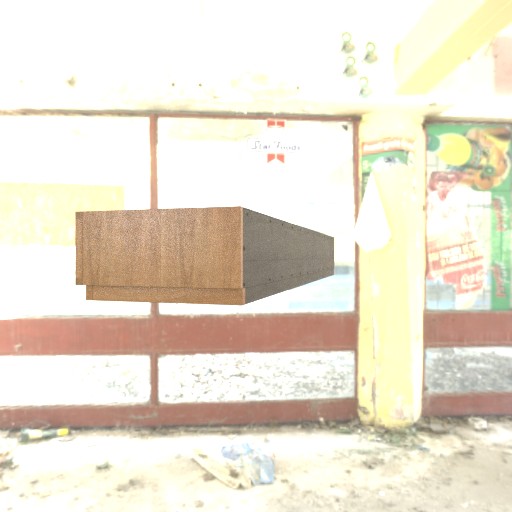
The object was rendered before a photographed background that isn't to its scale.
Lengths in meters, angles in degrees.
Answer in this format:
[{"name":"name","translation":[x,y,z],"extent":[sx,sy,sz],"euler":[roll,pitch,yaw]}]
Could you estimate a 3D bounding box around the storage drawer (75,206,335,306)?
[{"name":"storage drawer","translation":[0.000,0.000,2.211],"extent":[0.538,0.264,2.032],"euler":[0,0,17]}]
